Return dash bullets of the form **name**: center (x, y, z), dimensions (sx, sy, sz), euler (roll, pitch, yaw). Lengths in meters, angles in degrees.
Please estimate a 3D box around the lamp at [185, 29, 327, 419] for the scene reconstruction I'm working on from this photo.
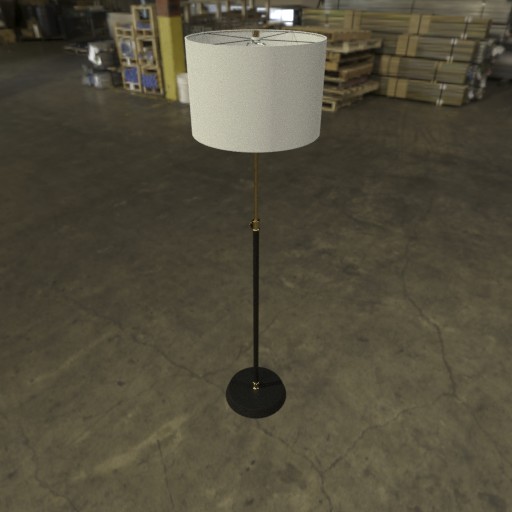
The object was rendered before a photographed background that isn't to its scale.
- **lamp**: center (0.000, 0.000, 1.666), dimensions (0.404, 1.517, 0.404), euler (21, 38, 29)
